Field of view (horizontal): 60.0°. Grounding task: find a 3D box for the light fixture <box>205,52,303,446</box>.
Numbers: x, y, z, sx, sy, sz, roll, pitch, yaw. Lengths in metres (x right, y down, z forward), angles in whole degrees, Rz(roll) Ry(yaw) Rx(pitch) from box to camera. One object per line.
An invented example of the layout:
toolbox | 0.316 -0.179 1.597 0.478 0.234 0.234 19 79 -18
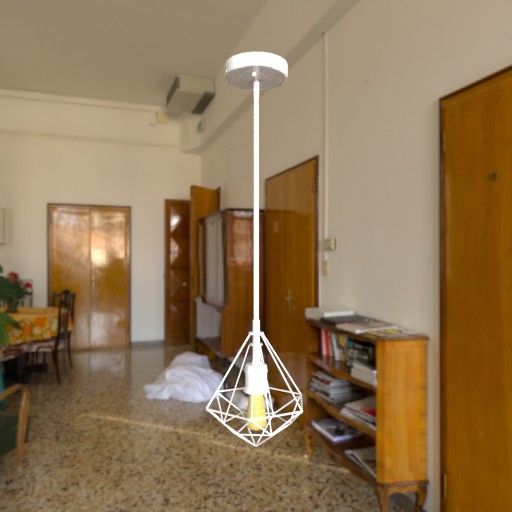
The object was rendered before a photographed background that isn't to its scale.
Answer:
light fixture | 0.000 0.000 2.061 0.487 1.764 0.431 0 0 35
